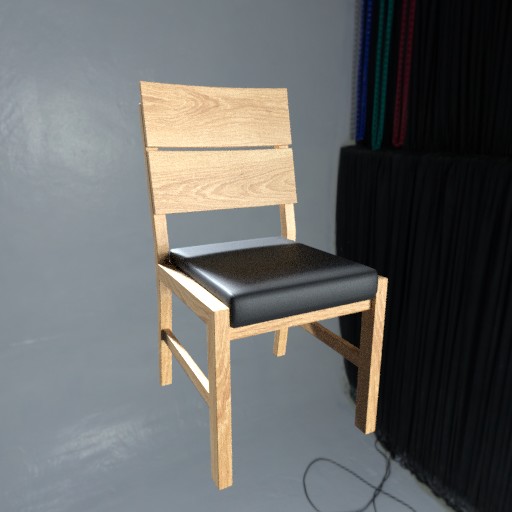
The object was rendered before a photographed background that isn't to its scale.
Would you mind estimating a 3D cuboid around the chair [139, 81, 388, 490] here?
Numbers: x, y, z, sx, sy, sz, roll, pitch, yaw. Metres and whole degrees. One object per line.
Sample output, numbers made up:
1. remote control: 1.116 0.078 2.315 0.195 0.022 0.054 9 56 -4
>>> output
1. chair: 0.000 0.000 1.255 0.475 0.950 0.569 -8 17 -26
